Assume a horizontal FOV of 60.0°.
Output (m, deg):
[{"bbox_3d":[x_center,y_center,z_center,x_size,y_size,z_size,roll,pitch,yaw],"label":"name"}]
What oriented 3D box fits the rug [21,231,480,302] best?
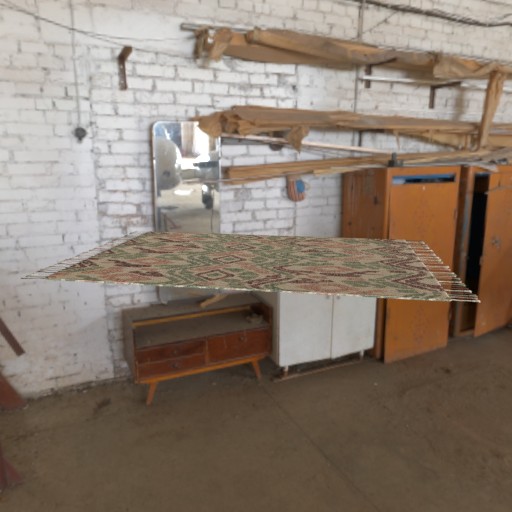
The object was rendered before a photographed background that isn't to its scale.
[{"bbox_3d":[0.000,0.000,3.008,2.438,0.011,1.524,2,14,10],"label":"rug"}]
